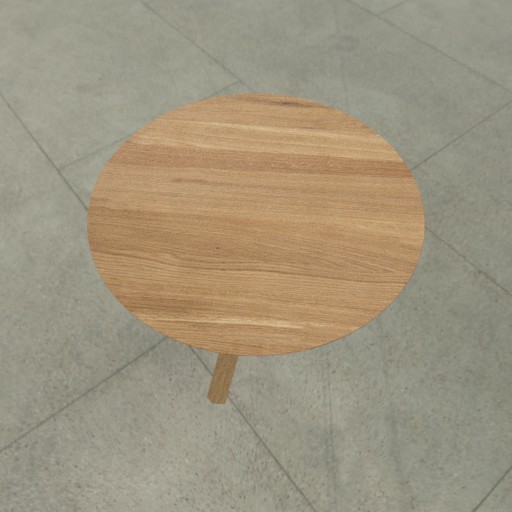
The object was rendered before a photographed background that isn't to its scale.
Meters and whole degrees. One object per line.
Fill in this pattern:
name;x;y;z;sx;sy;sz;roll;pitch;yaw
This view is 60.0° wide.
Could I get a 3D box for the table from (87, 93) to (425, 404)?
table;0.000;0.000;1.667;1.038;0.666;1.038;0;56;0
